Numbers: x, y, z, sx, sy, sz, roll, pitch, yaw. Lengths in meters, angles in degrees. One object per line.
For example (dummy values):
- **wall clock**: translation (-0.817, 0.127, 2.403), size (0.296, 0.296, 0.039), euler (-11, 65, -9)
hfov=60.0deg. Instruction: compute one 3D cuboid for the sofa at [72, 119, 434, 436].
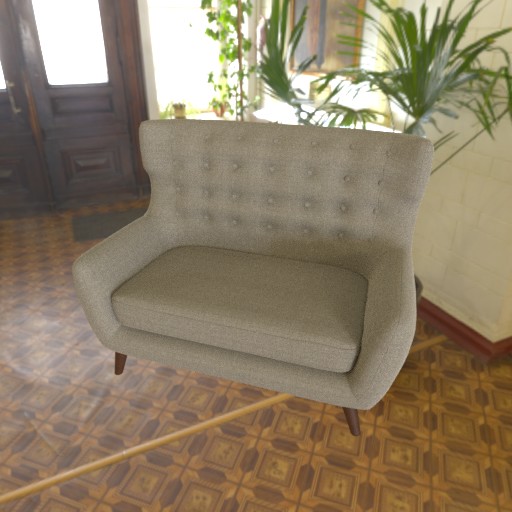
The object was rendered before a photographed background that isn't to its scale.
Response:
- **sofa**: translation (0.000, 0.000, 1.985), size (1.386, 1.028, 0.884), euler (9, 28, 17)
